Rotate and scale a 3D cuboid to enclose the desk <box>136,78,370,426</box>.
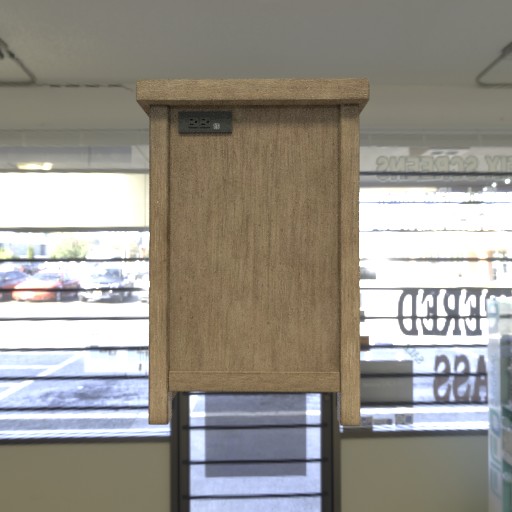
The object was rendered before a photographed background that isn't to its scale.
[{"bbox_3d":[0.000,0.000,1.793,0.610,0.912,1.289,0,-1,1],"label":"desk"}]
